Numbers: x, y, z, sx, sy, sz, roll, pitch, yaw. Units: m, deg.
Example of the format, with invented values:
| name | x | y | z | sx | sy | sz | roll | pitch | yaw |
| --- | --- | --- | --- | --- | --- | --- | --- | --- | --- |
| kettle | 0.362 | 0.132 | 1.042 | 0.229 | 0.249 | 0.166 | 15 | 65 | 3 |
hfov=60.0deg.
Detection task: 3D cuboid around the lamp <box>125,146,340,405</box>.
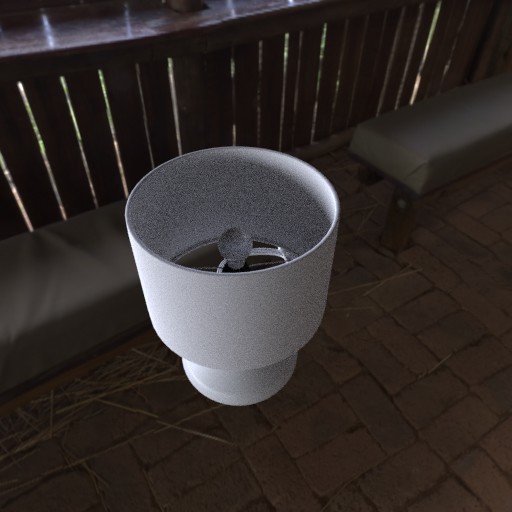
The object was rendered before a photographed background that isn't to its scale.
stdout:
| name | x | y | z | sx | sy | sz | roll | pitch | yaw |
| --- | --- | --- | --- | --- | --- | --- | --- | --- | --- |
| lamp | 0.000 | 0.000 | 0.883 | 0.401 | 0.457 | 0.546 | 27 | 49 | 25 |
